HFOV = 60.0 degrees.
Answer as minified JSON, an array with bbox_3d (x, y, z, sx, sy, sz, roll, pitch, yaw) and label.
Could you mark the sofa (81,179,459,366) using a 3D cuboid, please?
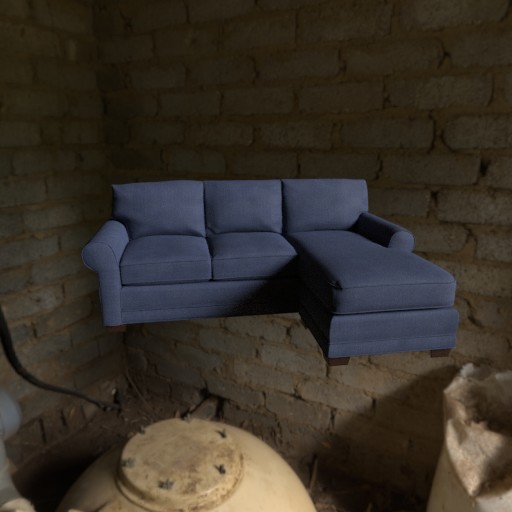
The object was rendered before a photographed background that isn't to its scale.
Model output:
[{"bbox_3d":[0.000,0.000,3.481,2.567,1.063,1.780,-2,16,-9],"label":"sofa"}]
